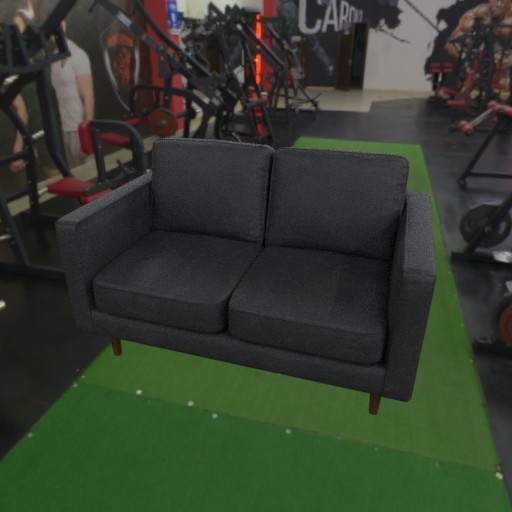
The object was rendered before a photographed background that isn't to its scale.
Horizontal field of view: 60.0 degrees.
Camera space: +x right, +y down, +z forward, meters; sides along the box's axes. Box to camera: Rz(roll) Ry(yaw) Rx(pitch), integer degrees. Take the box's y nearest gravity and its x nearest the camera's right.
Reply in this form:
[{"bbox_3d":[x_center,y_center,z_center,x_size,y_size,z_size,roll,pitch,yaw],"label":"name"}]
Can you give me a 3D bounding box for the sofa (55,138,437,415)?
[{"bbox_3d":[0.000,0.000,1.999,1.430,0.899,0.879,8,28,16],"label":"sofa"}]
